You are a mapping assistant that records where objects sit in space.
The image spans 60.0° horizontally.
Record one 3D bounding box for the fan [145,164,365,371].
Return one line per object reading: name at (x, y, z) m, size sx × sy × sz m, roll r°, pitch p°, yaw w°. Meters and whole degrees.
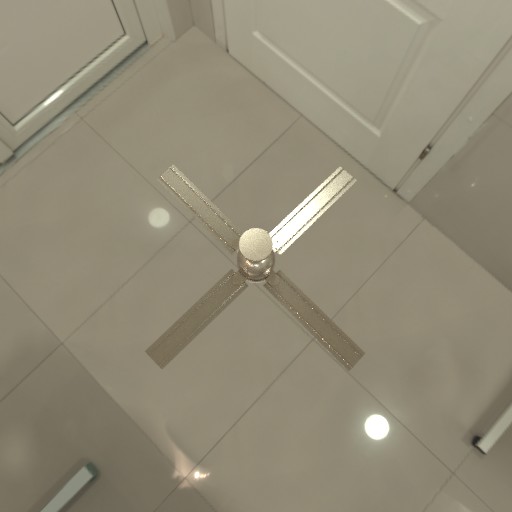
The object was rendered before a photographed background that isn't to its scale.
fan at (0.000, 0.000, 2.058) m, size 1.346 × 0.406 × 1.346 m, roll 43°, pitch 80°, yaw 10°
